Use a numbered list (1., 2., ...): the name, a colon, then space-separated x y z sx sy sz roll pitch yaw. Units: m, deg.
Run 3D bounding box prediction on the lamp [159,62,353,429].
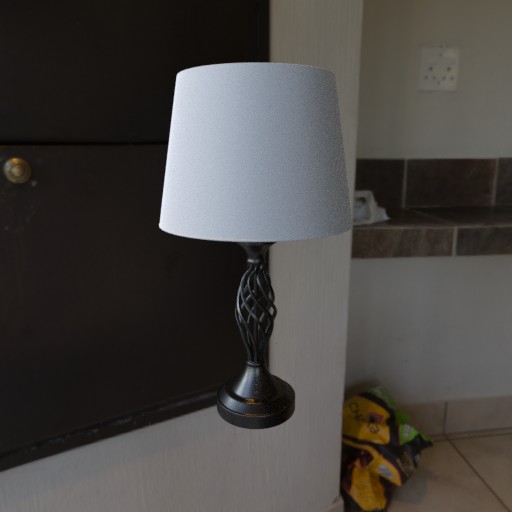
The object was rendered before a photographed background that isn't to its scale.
1. lamp: 0.000 0.000 0.786 0.331 0.594 0.331 0 14 0
